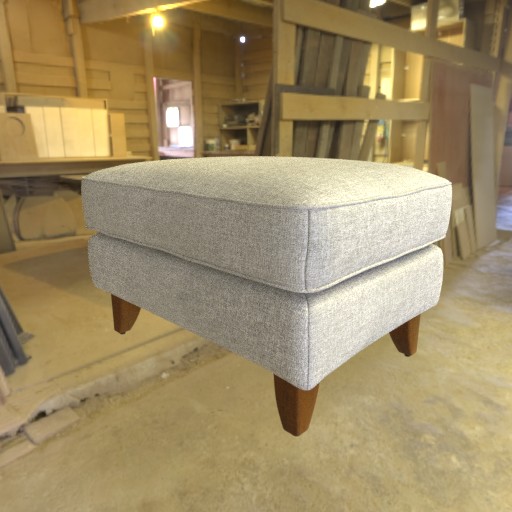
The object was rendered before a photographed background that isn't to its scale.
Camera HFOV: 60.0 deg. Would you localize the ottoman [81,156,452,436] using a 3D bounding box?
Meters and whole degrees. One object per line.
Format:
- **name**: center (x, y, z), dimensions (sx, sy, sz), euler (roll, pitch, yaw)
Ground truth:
- **ottoman**: center (0.000, 0.000, 1.296), dimensions (0.889, 0.561, 0.661), euler (14, 21, 42)
